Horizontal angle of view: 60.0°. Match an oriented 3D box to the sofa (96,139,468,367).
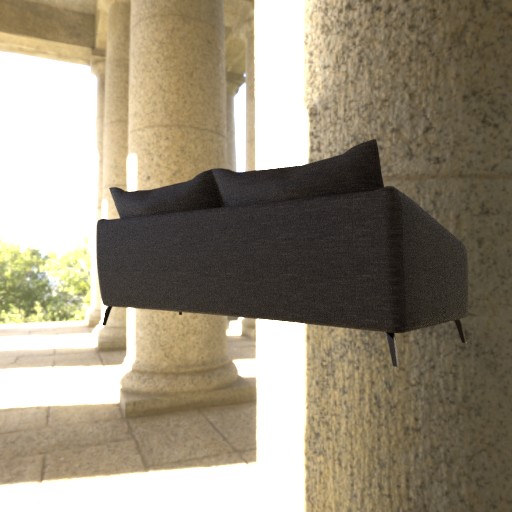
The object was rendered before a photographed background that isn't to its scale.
[{"bbox_3d":[0.000,0.000,2.452,2.019,0.843,0.807,-1,-2,38],"label":"sofa"}]
